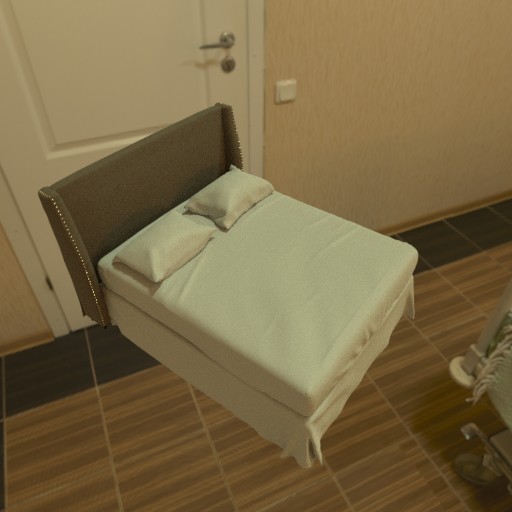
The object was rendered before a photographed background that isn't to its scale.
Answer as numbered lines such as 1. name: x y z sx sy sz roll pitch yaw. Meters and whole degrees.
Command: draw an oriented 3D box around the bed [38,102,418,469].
1. bed: 0.000 0.000 3.447 2.276 1.332 1.925 26 48 27
